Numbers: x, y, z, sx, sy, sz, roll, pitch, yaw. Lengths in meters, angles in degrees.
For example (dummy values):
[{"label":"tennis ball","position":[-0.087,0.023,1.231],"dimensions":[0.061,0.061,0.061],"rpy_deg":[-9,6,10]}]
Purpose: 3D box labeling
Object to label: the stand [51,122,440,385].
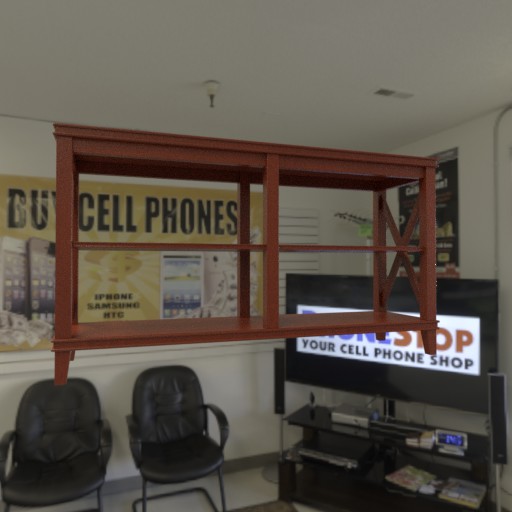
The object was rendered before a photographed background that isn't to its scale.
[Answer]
[{"label":"stand","position":[0.000,0.000,1.676],"dimensions":[1.372,0.762,0.381],"rpy_deg":[0,-1,-19]}]
